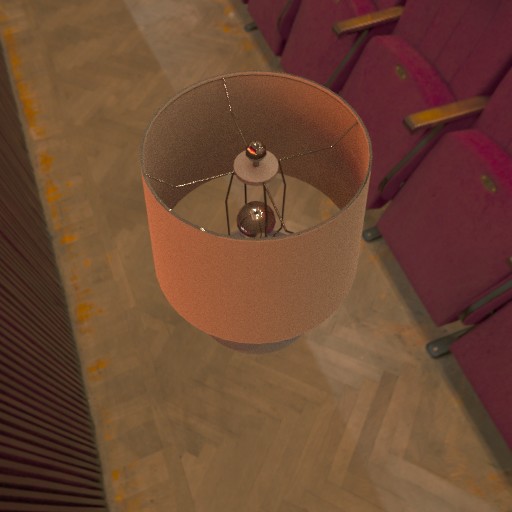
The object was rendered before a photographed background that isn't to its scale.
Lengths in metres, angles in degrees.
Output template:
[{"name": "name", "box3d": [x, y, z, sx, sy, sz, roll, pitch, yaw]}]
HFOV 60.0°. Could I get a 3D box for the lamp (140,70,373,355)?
[{"name": "lamp", "box3d": [0.000, 0.000, 0.559, 0.247, 0.387, 0.247, 0, 59, 0]}]
